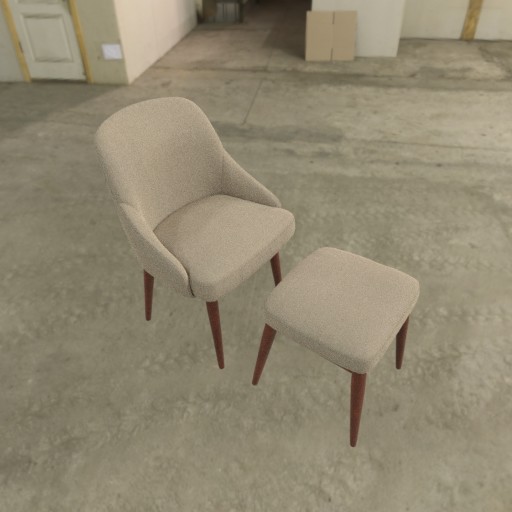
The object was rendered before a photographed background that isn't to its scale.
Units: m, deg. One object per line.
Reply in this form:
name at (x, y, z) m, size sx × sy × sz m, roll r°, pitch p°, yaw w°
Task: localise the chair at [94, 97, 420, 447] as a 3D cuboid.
chair at (0.000, 0.000, 1.600) m, size 1.114 × 0.866 × 0.584 m, roll 25°, pitch 45°, yaw 28°
